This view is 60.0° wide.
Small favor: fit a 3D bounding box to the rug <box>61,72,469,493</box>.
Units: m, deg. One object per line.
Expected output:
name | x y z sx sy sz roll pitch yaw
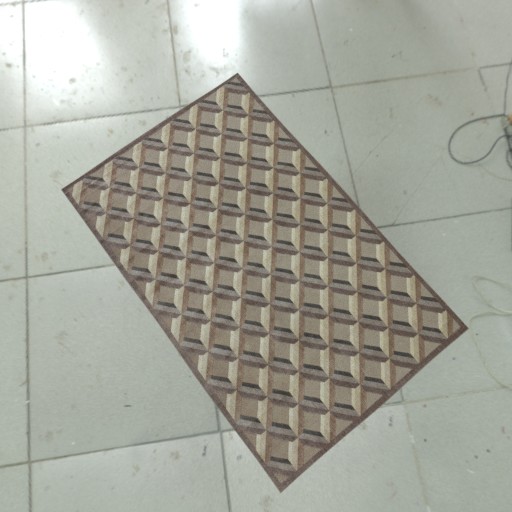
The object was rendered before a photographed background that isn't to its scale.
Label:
rug | 0.000 0.000 2.033 1.066 0.011 1.677 -37 78 -9
